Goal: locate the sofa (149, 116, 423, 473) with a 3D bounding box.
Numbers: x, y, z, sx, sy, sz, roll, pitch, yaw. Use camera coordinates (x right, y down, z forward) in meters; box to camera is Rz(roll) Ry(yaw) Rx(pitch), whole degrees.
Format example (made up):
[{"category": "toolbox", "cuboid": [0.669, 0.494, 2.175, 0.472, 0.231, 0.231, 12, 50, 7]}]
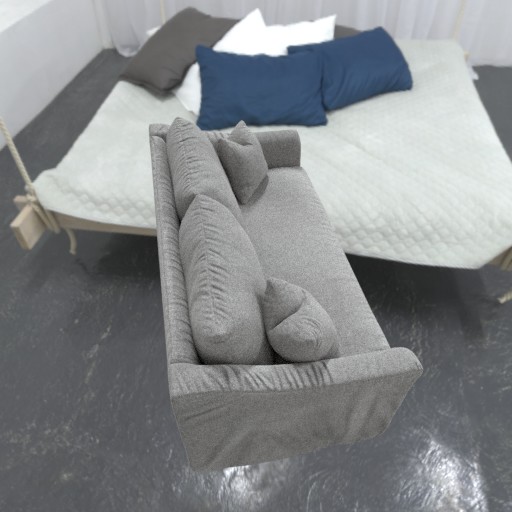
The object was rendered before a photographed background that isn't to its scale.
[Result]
[{"category": "sofa", "cuboid": [0.000, 0.000, 2.594, 1.072, 1.018, 2.010, -9, 46, -8]}]
